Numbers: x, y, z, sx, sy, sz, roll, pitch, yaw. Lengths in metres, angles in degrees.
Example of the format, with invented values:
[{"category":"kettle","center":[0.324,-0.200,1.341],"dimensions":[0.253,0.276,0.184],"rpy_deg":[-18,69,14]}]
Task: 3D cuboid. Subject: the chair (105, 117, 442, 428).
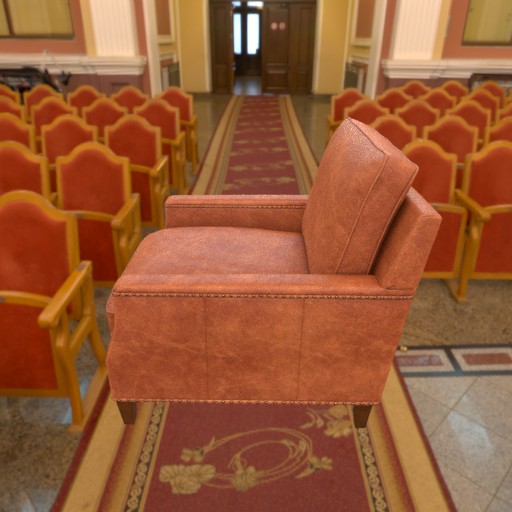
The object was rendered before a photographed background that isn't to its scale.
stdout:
[{"category":"chair","center":[0.000,0.000,1.706],"dimensions":[1.014,0.943,0.853],"rpy_deg":[1,26,1]}]
